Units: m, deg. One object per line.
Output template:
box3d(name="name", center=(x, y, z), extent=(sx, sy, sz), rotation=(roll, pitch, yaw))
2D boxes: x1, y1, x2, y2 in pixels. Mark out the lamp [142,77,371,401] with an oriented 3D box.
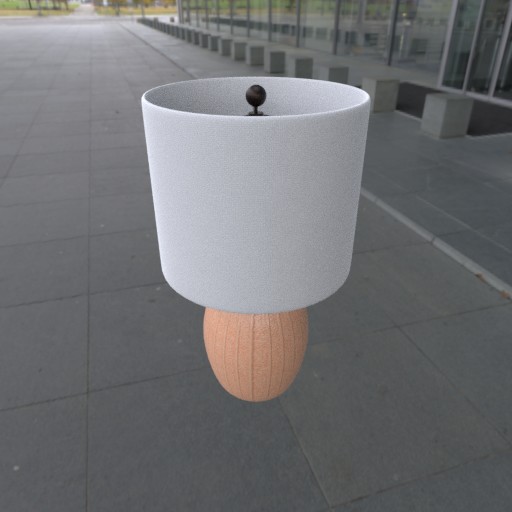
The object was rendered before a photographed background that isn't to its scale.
box3d(name="lamp", center=(0.000, 0.000, 0.783), extent=(0.329, 0.570, 0.329), rotation=(0, 30, 0))
